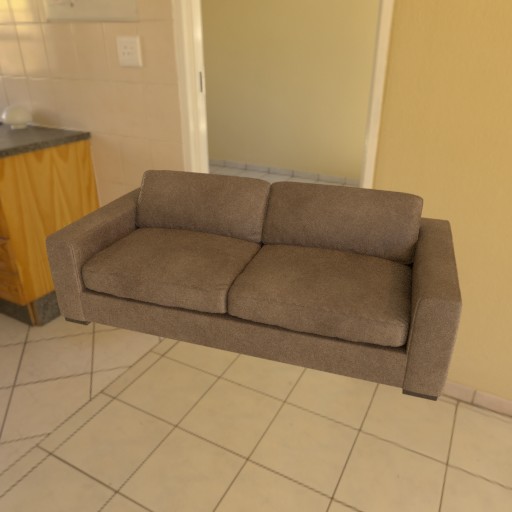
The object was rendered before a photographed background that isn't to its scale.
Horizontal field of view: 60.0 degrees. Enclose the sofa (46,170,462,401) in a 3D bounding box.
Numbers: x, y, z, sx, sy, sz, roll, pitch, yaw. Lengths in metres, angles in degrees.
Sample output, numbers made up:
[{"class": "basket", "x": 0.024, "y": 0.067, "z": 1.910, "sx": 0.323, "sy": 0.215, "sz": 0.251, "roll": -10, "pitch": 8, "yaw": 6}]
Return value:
[{"class": "sofa", "x": 0.000, "y": 0.000, "z": 2.751, "sx": 2.262, "sy": 0.801, "sz": 1.070, "roll": 8, "pitch": 27, "yaw": 16}]
